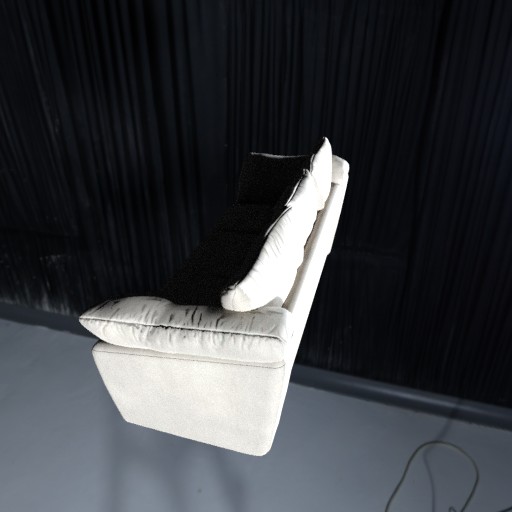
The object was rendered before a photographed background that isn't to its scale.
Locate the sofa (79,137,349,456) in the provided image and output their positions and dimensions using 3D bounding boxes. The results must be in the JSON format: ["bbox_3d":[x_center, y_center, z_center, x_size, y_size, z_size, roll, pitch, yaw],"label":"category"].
[{"bbox_3d":[0.000,0.000,2.781,0.878,0.996,2.334,8,31,14],"label":"sofa"}]
